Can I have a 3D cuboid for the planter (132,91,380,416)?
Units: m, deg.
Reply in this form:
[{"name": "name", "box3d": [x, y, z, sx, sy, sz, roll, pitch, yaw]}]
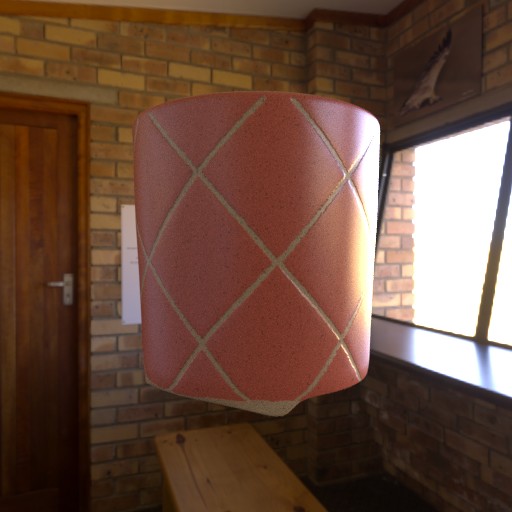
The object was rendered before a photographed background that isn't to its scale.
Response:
[{"name": "planter", "box3d": [0.000, 0.000, 0.424, 0.227, 0.235, 0.227, 0, 1, 0]}]
